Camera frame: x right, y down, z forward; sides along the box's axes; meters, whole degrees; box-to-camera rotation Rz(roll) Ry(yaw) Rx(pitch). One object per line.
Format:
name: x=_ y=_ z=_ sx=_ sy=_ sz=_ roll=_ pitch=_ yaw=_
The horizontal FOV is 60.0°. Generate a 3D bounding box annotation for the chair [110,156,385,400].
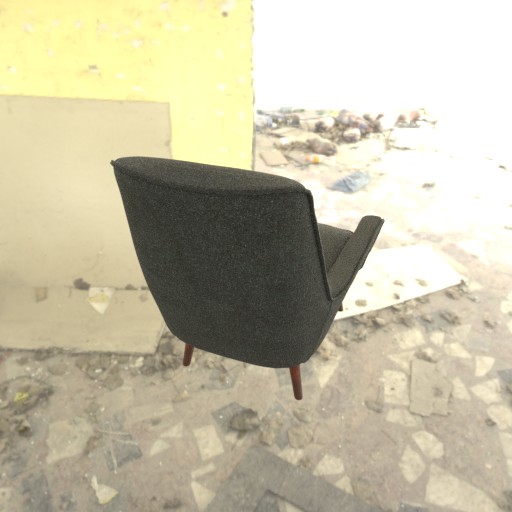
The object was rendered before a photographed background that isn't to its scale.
chair: x=0.000 y=0.000 z=1.523 sx=0.763 sy=0.883 sz=0.859 roll=11 pitch=34 yaw=18
